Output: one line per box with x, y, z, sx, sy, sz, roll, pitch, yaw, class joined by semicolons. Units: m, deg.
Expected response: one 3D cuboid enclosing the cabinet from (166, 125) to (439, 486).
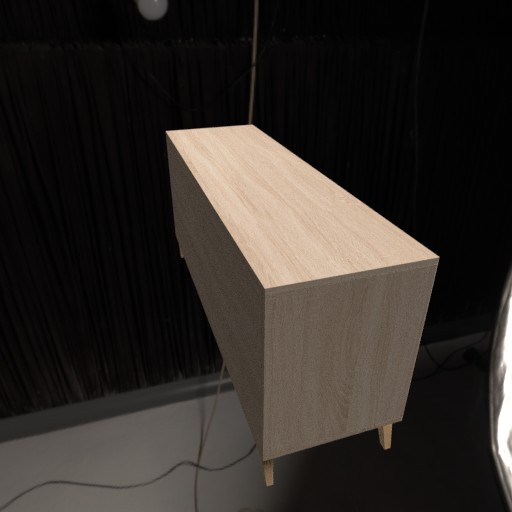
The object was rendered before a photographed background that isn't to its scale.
0.000;0.000;2.003;0.500;0.780;1.649;-9;30;-16;cabinet
